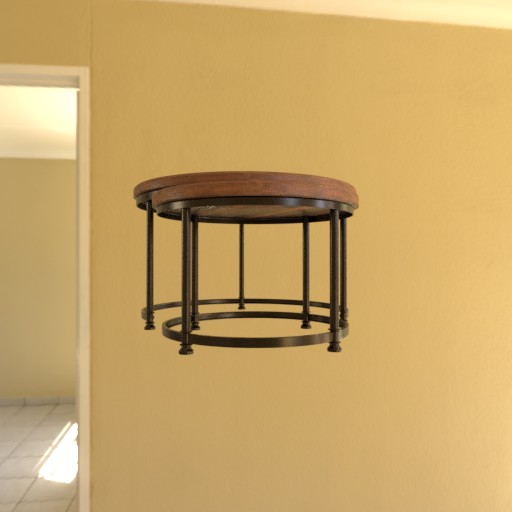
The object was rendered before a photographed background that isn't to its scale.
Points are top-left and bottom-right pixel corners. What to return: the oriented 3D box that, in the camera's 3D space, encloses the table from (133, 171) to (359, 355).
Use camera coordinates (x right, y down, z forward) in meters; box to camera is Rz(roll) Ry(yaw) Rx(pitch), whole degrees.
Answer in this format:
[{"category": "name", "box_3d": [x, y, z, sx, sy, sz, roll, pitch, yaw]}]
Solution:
[{"category": "table", "box_3d": [0.000, 0.000, 1.649, 0.870, 0.516, 1.152, 0, 0, -17]}]
